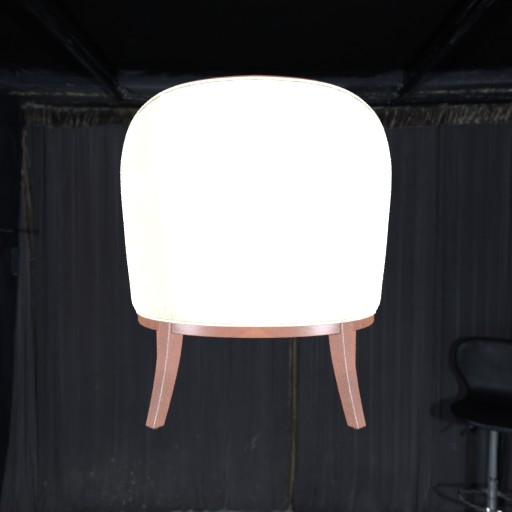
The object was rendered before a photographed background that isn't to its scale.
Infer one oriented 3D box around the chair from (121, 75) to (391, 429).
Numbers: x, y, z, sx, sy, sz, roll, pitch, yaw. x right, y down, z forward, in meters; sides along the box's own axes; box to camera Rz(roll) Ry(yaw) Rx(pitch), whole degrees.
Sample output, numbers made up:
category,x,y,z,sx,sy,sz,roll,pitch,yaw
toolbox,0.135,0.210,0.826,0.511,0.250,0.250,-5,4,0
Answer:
category,x,y,z,sx,sy,sz,roll,pitch,yaw
chair,0.000,0.000,1.420,0.803,0.876,0.735,0,1,0
